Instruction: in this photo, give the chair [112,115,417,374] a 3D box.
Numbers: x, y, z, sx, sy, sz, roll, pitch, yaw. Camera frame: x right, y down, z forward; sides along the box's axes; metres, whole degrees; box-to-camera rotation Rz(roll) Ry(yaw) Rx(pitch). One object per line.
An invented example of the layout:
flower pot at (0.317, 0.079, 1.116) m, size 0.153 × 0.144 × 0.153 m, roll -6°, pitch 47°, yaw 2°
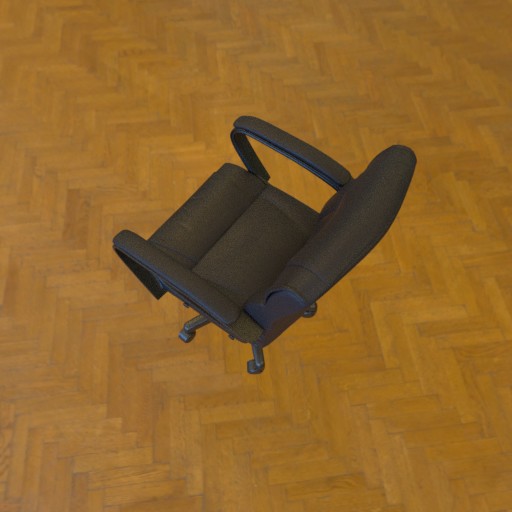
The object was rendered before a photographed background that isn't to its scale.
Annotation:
chair at (0.000, 0.000, 1.377) m, size 0.641 × 0.998 × 0.576 m, roll 34°, pitch 68°, yaw 16°
